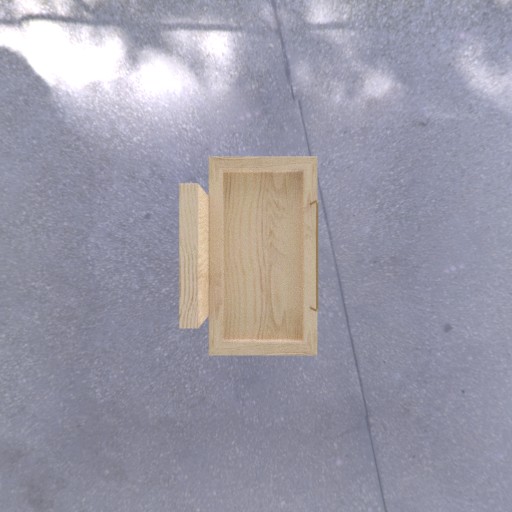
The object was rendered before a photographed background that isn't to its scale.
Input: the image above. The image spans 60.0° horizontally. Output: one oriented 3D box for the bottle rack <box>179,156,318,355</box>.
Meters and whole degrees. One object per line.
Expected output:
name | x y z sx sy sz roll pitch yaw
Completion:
bottle rack | 0.000 0.000 1.077 0.206 0.943 0.330 0 90 0
